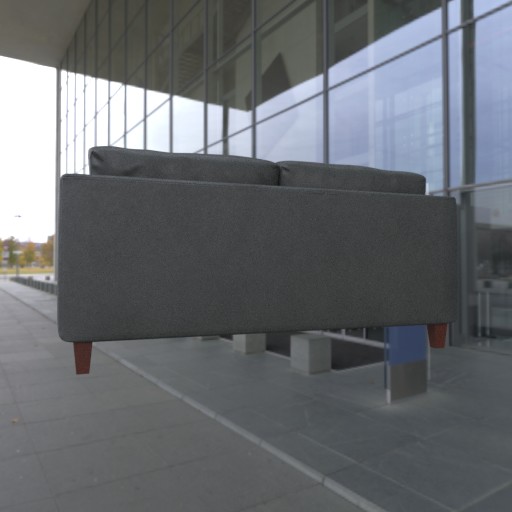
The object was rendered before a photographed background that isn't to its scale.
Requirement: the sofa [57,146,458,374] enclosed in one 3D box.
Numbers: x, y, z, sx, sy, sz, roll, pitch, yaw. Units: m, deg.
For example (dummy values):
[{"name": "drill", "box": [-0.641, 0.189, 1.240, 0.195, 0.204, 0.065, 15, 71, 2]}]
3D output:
[{"name": "sofa", "box": [0.000, 0.000, 2.385, 1.883, 0.933, 0.951, 0, -1, -19]}]
